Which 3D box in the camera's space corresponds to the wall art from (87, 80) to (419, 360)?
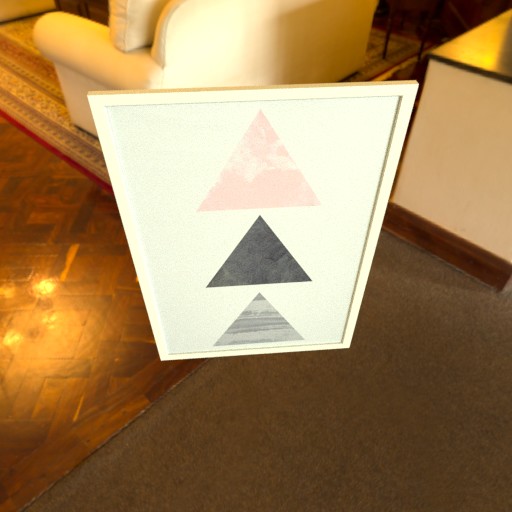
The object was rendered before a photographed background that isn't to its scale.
[{"bbox_3d":[0.000,0.000,0.843,0.456,0.656,0.013,-3,45,-3],"label":"wall art"}]
